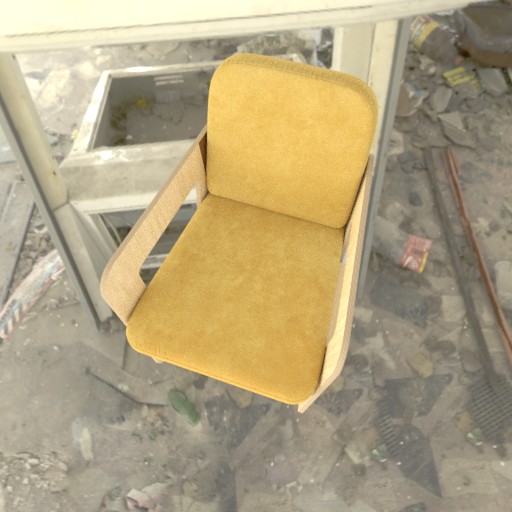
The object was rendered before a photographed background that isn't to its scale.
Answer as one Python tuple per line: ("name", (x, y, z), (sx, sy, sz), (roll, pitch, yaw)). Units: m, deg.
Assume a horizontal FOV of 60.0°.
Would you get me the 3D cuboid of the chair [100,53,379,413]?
("chair", (0.000, 0.000, 1.268), (0.590, 0.800, 0.710), (16, 61, 9))
